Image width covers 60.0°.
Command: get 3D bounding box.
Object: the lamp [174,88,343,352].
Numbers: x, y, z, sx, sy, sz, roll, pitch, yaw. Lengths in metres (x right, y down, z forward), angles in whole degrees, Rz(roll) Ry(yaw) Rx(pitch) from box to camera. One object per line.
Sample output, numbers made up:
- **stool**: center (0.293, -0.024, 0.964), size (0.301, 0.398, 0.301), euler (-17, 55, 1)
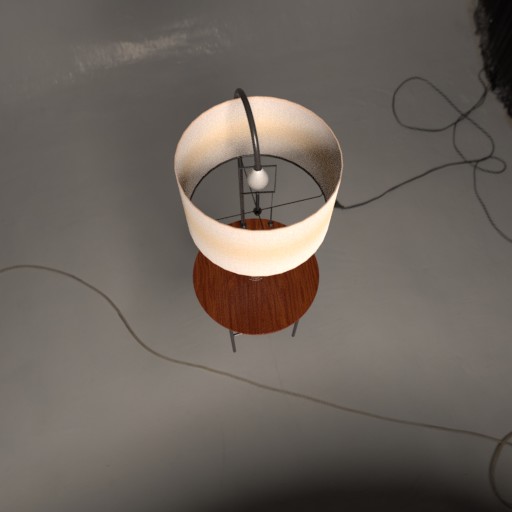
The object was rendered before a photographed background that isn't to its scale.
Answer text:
- **lamp**: center (0.000, 0.000, 1.854), size (0.573, 1.517, 0.573), euler (0, 64, 0)
